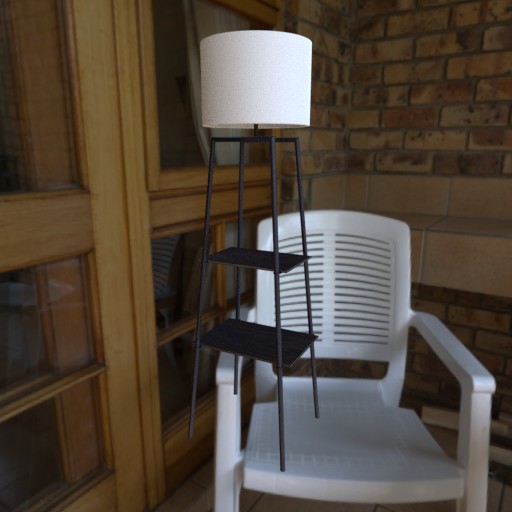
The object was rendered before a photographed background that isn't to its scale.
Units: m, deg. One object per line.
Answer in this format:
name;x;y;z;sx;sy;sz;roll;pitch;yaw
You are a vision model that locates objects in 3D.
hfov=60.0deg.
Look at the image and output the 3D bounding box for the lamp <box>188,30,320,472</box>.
lamp;0.000;0.000;1.675;0.427;1.474;0.384;7;15;27
